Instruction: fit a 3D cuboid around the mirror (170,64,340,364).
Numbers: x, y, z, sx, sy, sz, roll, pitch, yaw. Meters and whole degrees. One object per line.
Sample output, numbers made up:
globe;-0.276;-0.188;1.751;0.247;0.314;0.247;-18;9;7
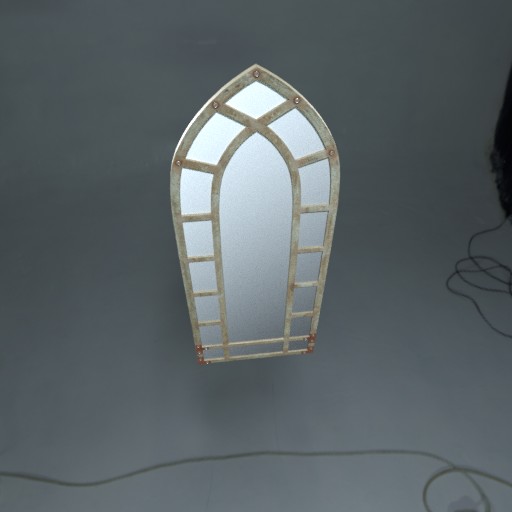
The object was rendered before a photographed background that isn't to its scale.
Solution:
mirror;0.000;0.000;1.367;0.464;1.175;0.025;-5;47;-5
